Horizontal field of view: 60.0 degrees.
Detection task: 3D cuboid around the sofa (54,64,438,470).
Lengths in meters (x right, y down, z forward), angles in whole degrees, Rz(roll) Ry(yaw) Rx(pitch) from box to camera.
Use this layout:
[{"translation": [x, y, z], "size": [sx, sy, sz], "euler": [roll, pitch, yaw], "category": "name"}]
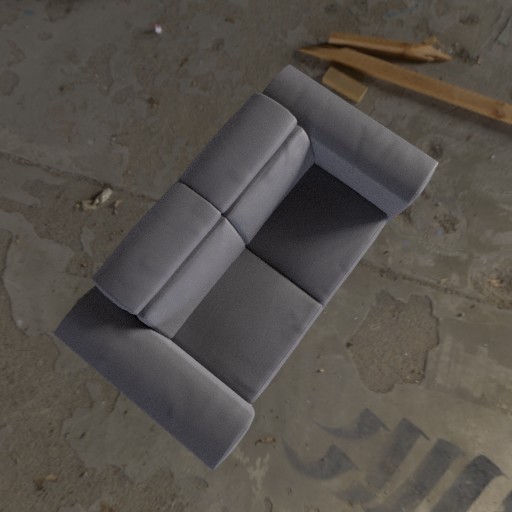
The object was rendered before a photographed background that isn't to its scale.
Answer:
[{"translation": [0.000, 0.000, 2.421], "size": [1.003, 0.779, 1.895], "euler": [37, 79, 9], "category": "sofa"}]
